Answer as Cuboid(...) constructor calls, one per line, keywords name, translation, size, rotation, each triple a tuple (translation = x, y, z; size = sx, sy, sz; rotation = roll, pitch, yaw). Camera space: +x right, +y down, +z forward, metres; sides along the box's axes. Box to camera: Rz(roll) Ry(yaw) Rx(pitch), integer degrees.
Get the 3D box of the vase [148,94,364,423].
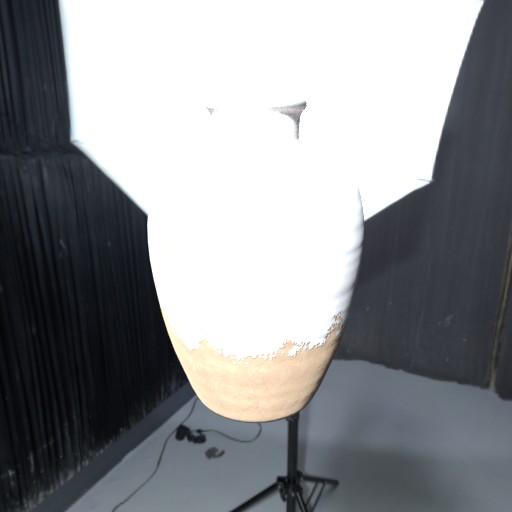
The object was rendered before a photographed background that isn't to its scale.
Cuboid(name="vase", translation=(0.000, 0.000, 0.338), size=(0.158, 0.228, 0.158), rotation=(0, 16, 0))
